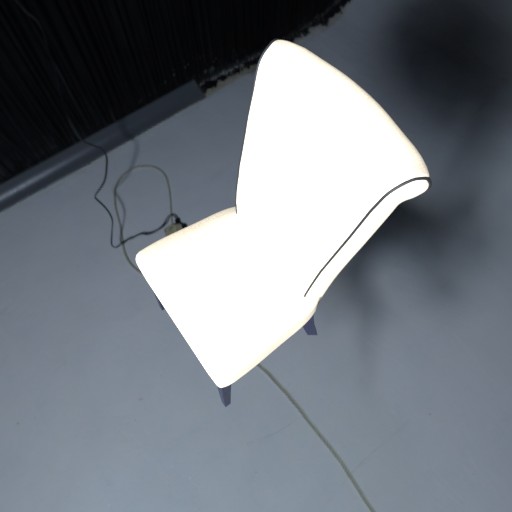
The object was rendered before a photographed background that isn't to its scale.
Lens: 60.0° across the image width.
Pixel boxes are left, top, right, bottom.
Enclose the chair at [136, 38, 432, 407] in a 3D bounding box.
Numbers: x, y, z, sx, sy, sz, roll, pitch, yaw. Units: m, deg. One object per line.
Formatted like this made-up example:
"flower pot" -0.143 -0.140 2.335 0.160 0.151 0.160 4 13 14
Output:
"chair" 0.000 0.000 1.353 0.623 0.997 0.522 -33 68 -15
